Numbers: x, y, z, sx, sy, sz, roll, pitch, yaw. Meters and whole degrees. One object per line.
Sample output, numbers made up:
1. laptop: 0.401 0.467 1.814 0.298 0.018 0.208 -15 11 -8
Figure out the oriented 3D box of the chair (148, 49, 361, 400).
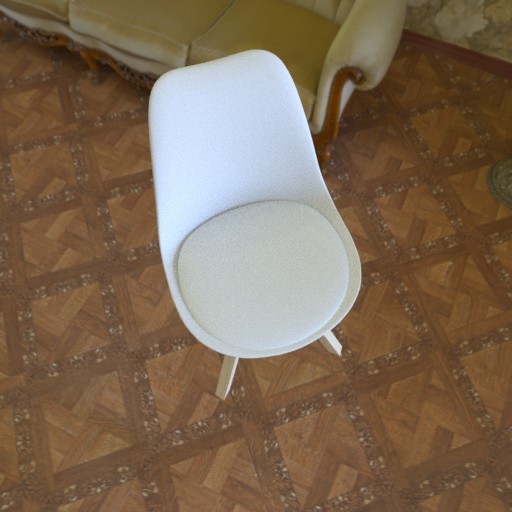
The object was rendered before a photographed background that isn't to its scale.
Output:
1. chair: 0.000 0.000 1.200 0.485 0.850 0.550 -18 65 -9
